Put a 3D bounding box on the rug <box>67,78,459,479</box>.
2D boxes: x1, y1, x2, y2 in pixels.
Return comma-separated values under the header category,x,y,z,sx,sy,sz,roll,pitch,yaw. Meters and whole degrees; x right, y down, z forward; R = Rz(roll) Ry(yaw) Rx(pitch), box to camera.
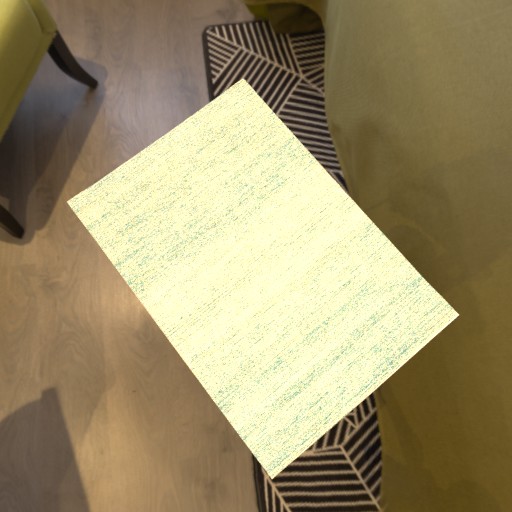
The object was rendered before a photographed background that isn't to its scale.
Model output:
category,x,y,z,sx,sy,sz,roll,pitch,yaw
rug,0.000,0.000,3.017,1.593,0.029,2.305,-38,79,-9
